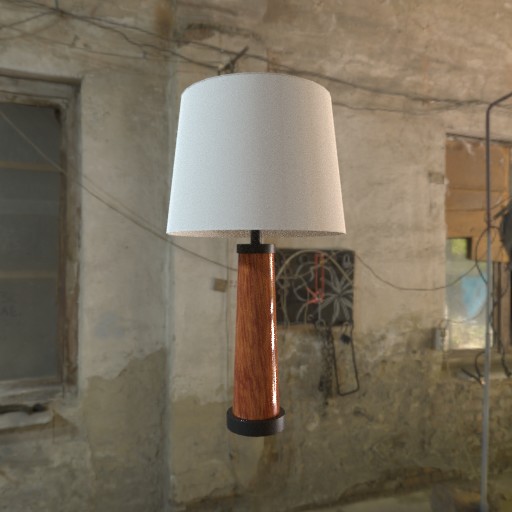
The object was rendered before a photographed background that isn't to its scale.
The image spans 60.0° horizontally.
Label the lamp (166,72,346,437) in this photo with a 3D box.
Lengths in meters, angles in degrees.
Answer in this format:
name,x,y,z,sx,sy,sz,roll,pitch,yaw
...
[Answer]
name,x,y,z,sx,sy,sz,roll,pitch,yaw
lamp,0.000,0.000,0.873,0.349,0.667,0.349,0,0,0
